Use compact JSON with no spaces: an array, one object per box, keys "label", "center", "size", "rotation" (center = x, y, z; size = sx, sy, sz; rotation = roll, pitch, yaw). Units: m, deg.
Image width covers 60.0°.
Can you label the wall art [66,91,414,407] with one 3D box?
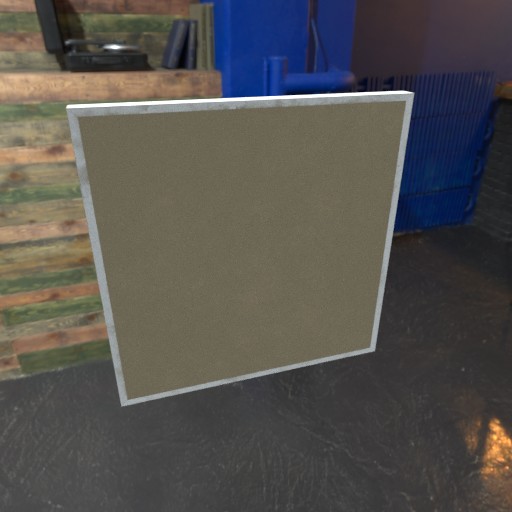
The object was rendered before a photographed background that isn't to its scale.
[{"label":"wall art","center":[0.000,0.000,0.749],"size":[0.508,0.506,0.029],"rotation":[-8,28,-16]}]
